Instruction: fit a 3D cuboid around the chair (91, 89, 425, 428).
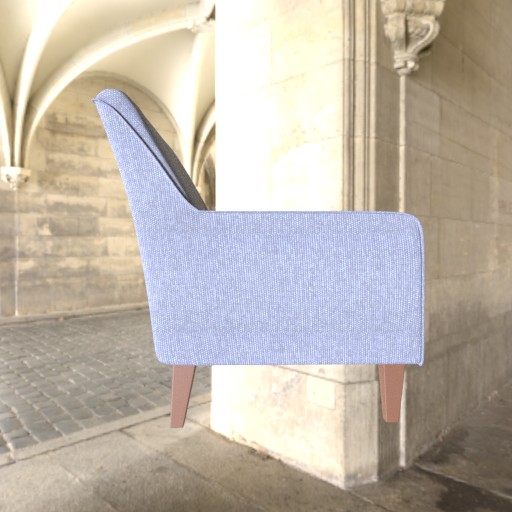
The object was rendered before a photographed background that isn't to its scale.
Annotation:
[{"bbox_3d":[0.000,0.000,1.569,0.899,0.919,0.780,0,1,-2],"label":"chair"}]
